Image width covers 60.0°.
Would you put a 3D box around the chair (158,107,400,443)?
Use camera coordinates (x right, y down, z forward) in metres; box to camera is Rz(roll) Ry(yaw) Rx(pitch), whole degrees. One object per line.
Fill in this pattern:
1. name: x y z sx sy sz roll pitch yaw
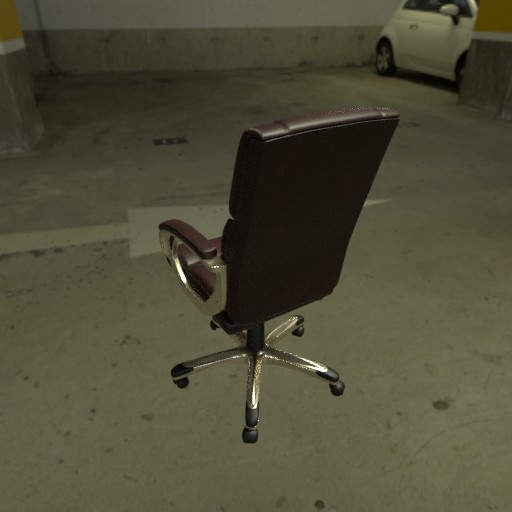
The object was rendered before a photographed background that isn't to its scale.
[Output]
1. chair: 0.000 0.000 1.592 0.662 1.107 0.739 -18 34 -29
